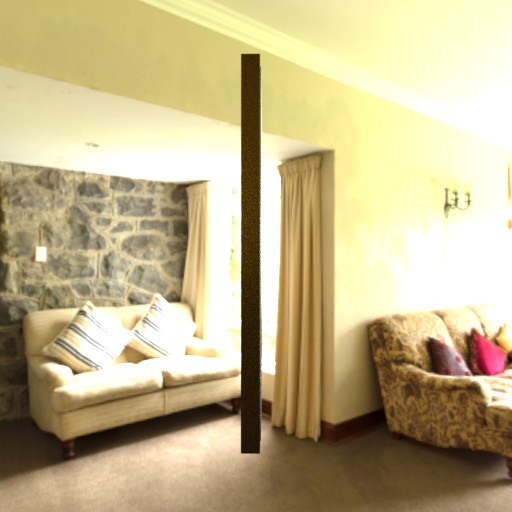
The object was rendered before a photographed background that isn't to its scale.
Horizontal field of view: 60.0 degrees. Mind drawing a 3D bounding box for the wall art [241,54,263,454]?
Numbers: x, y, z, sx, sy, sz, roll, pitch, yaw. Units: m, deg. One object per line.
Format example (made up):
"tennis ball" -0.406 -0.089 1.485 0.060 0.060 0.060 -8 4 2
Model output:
"wall art" 0.000 0.000 0.823 0.022 0.446 0.659 0 -1 1
